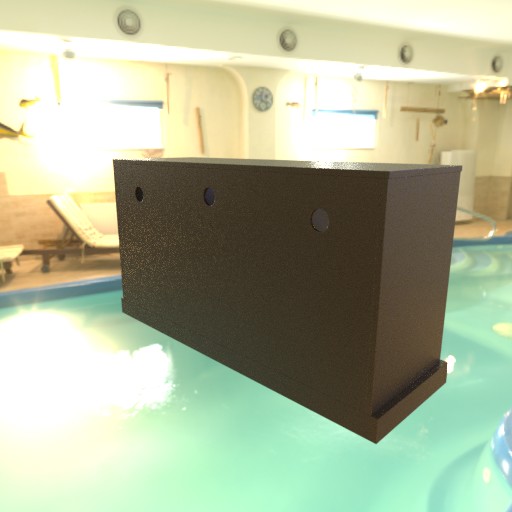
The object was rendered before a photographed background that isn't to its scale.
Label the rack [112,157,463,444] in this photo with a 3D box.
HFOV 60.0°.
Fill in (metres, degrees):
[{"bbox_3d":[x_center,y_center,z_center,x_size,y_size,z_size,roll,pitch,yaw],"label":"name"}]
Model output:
[{"bbox_3d":[0.000,0.000,1.523,0.399,0.635,1.206,-14,19,-43],"label":"rack"}]
